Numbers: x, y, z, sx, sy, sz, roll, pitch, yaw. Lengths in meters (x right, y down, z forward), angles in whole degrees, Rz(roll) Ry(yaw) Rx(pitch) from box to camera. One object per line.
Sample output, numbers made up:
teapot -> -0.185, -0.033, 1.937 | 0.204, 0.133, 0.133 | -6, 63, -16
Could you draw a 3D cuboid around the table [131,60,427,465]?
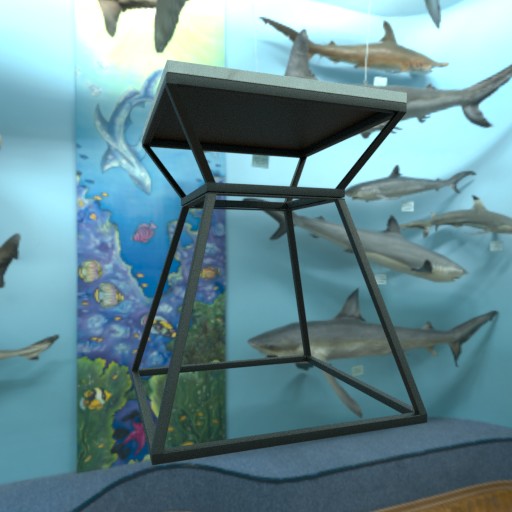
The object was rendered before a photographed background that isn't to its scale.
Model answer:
table -> 0.000, 0.000, 0.883 | 0.455, 0.559, 0.455 | 0, 1, -19
